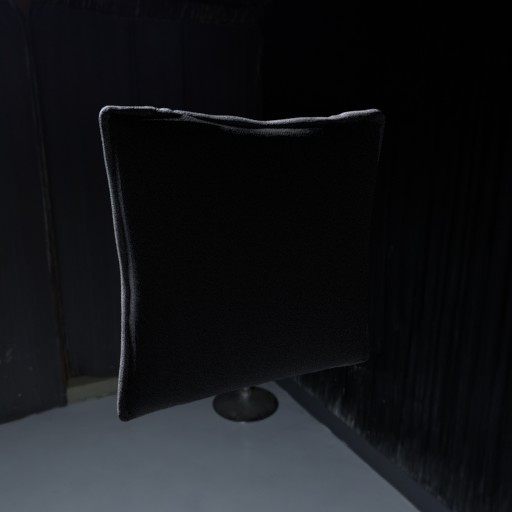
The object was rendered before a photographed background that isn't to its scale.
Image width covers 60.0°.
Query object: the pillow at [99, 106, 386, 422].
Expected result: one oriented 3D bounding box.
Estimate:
[{"bbox_3d":[0.000,0.000,0.801,0.522,0.520,0.204,-6,15,-25],"label":"pillow"}]
